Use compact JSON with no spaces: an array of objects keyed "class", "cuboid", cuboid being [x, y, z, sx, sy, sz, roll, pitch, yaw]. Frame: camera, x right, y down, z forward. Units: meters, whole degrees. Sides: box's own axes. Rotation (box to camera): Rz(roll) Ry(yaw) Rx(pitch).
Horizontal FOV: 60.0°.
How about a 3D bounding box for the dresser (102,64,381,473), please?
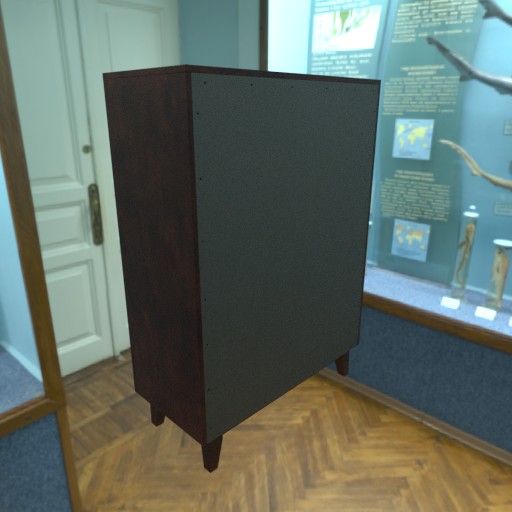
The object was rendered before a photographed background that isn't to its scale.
[{"class":"dresser","cuboid":[0.000,0.000,2.018,0.506,1.514,1.072,18,25,42]}]
